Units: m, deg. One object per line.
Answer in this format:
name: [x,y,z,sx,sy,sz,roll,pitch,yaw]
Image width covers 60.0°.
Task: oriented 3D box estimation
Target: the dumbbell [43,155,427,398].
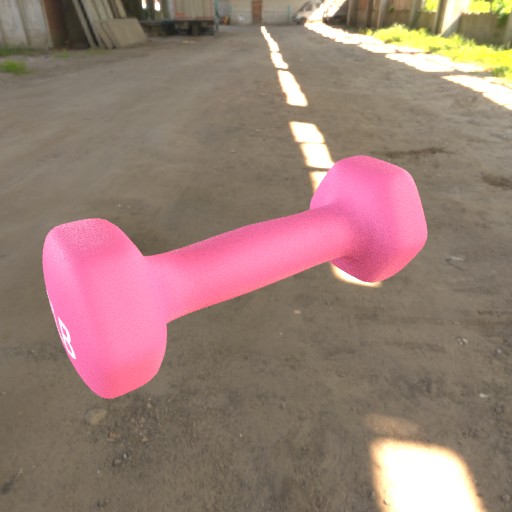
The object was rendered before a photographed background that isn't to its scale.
dumbbell: [0.000,0.000,0.170,0.146,0.053,0.058,-18,34,-29]
